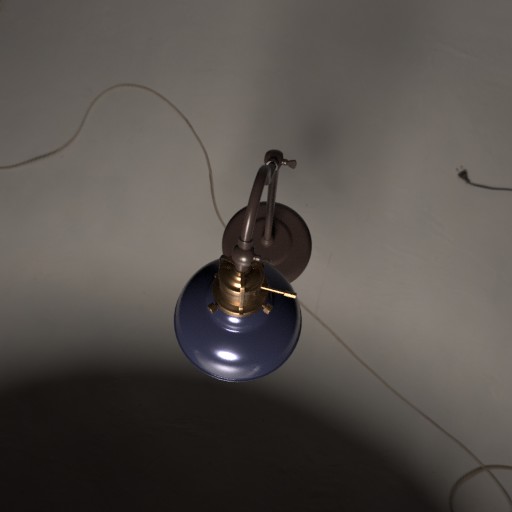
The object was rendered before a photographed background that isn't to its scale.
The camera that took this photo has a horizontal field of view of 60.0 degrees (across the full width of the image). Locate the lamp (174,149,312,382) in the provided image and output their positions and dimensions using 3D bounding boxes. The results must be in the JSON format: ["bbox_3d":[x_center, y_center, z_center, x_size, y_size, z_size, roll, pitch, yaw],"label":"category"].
[{"bbox_3d":[0.000,0.000,0.677,0.192,0.508,0.374,14,76,4],"label":"lamp"}]
